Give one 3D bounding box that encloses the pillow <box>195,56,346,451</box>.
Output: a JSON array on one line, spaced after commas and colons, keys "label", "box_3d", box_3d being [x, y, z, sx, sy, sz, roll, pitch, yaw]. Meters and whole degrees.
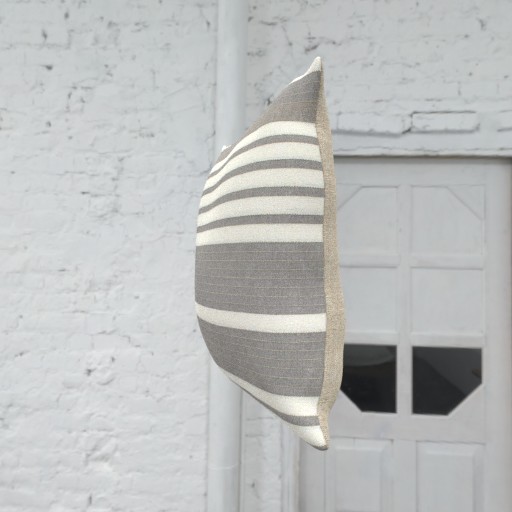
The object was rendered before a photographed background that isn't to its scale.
[{"label": "pillow", "box_3d": [0.000, 0.000, 0.680, 0.182, 0.440, 0.439, 0, -1, -18]}]
